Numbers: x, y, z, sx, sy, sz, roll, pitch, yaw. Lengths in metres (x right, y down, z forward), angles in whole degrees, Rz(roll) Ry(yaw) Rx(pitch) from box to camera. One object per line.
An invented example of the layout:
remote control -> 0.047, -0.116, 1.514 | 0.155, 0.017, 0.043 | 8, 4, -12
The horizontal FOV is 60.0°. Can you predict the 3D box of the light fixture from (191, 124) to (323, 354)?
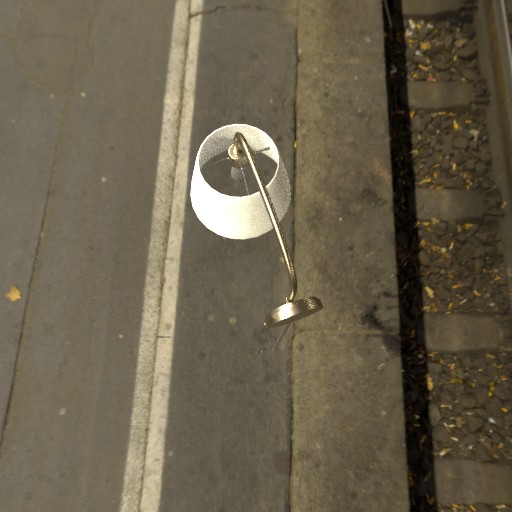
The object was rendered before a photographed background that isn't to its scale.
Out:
light fixture -> 0.000, 0.000, 0.473 | 0.092, 0.399, 0.176 | -19, 75, -5
